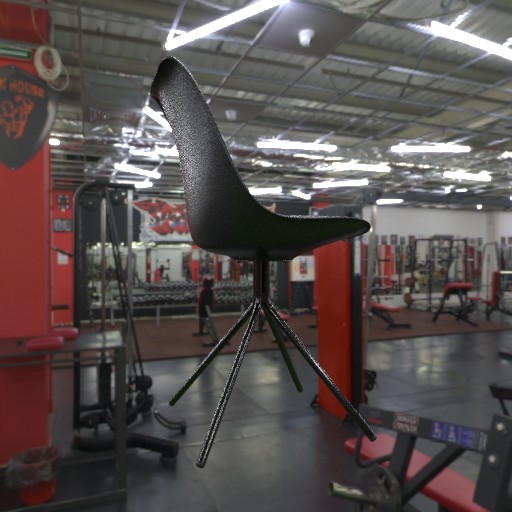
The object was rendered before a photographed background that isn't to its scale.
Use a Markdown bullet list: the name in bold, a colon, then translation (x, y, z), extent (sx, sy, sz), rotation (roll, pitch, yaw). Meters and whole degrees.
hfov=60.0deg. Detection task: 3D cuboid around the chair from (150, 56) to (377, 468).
- **chair**: translation (0.000, 0.000, 1.134), extent (0.525, 0.850, 0.461), rotation (0, 0, -19)
